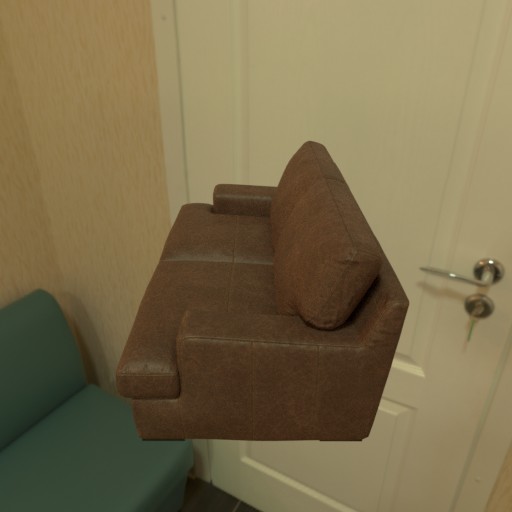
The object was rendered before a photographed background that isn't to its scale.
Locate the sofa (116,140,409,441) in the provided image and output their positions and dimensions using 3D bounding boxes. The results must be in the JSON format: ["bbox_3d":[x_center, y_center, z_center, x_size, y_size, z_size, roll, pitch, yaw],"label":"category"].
[{"bbox_3d":[0.000,0.000,2.528,1.143,0.939,1.880,0,28,0],"label":"sofa"}]
